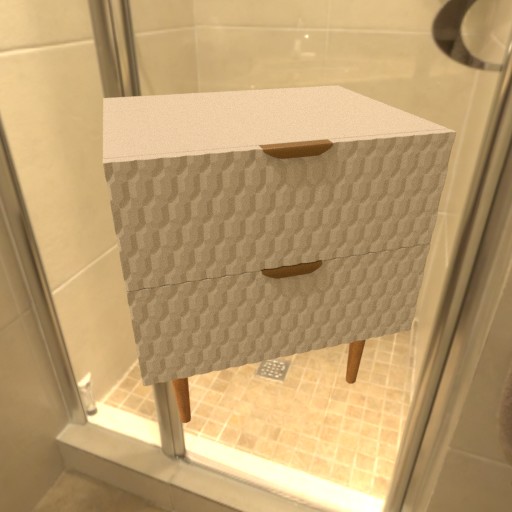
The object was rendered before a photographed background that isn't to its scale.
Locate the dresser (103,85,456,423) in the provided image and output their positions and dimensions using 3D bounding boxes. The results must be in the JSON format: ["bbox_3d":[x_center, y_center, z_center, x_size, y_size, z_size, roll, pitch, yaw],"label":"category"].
[{"bbox_3d":[0.000,0.000,0.903,0.503,0.568,0.414,-9,32,-14],"label":"dresser"}]
